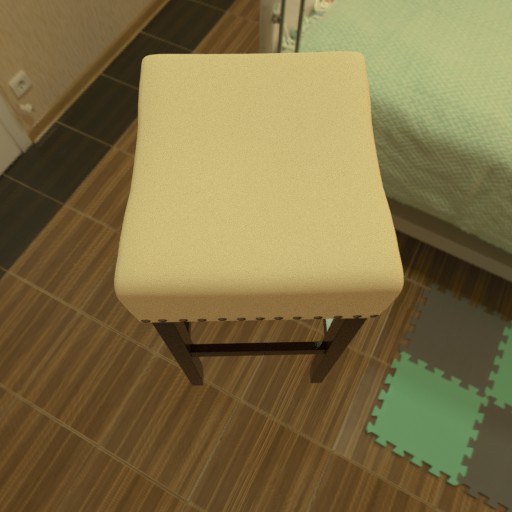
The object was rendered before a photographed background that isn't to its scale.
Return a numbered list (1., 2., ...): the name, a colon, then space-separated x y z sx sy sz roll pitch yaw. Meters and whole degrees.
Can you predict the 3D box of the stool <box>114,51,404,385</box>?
1. stool: 0.000 0.000 1.029 0.401 0.762 0.471 -1 64 -1
